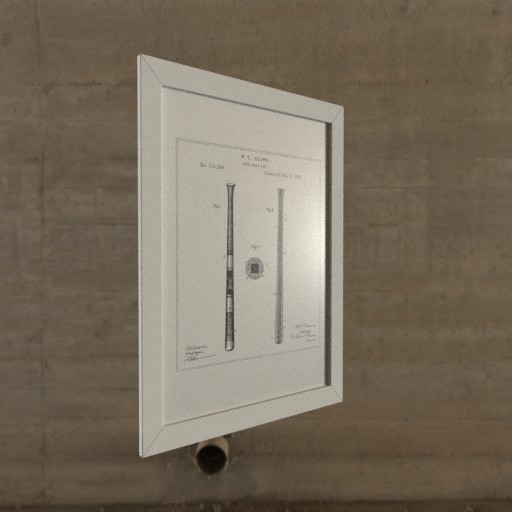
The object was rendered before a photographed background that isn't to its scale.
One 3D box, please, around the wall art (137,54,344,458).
[{"bbox_3d":[0.000,0.000,0.691,0.374,0.529,0.012,-1,1,-35],"label":"wall art"}]
